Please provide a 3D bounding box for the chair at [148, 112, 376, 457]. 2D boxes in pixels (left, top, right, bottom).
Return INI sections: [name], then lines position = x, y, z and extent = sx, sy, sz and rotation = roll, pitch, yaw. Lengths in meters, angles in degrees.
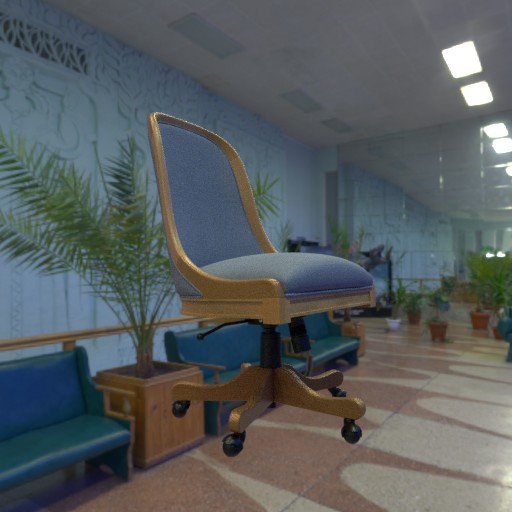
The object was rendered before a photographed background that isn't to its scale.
[chair]
position = 0.000, 0.000, 1.435
extent = 0.735, 1.031, 0.605
rotation = -1, -2, 37
